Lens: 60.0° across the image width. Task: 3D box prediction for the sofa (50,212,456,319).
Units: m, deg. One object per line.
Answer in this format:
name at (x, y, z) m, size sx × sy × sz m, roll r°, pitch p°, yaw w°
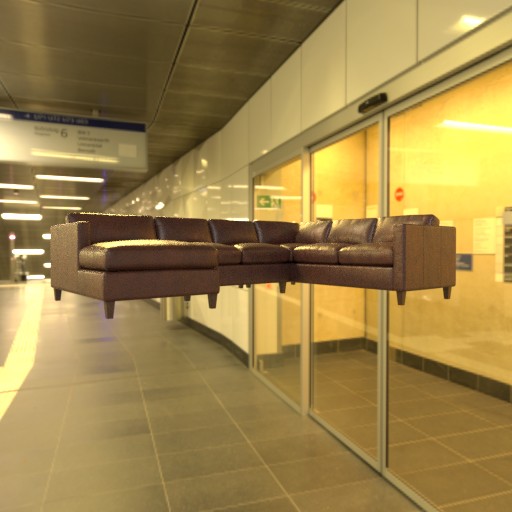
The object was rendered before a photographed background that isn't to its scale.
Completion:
sofa at (0.000, 0.000, 4.491) m, size 3.324 × 0.891 × 2.452 m, roll -1°, pitch 1°, yaw -38°
